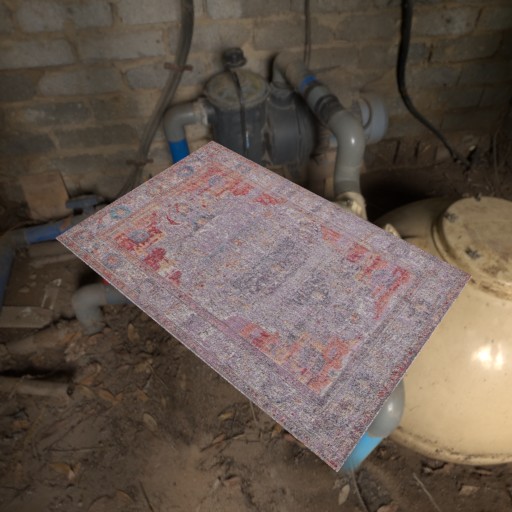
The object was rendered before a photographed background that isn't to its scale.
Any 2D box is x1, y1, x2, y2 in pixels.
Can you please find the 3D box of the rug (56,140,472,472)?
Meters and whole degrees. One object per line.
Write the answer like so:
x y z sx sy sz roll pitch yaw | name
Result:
0.000 0.000 2.324 1.829 0.005 1.219 33 56 26 | rug
